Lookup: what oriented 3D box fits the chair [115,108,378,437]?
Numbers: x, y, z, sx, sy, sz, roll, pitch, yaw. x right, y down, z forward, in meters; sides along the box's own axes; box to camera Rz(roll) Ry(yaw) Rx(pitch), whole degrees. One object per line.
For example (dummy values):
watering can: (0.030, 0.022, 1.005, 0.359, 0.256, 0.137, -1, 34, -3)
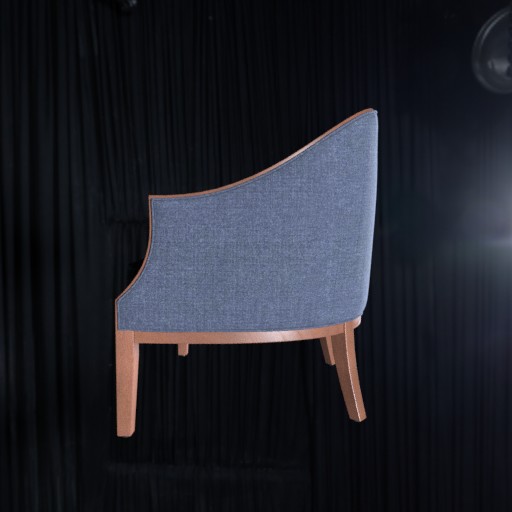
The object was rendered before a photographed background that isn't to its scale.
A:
chair: (0.000, 0.000, 1.461, 0.735, 0.876, 0.803, 0, 3, 2)
